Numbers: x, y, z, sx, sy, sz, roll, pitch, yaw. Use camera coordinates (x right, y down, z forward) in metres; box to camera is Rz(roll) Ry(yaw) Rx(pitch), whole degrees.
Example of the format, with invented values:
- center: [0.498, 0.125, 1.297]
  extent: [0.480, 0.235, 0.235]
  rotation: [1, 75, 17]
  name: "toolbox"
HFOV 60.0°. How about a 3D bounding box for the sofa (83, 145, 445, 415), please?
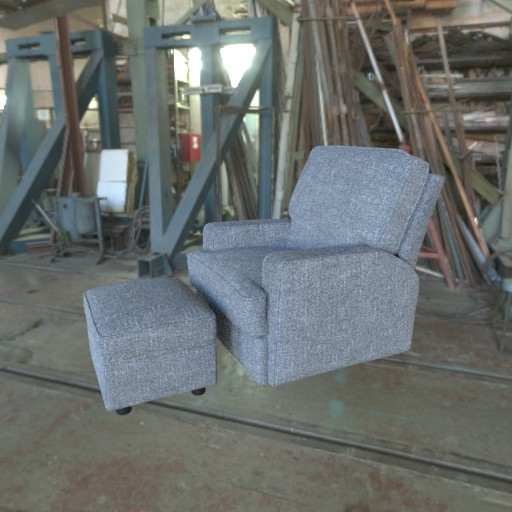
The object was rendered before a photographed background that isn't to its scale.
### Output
- center: [0.000, 0.000, 2.016]
  extent: [1.472, 0.959, 0.861]
  rotation: [-7, 17, -25]
  name: "sofa"
